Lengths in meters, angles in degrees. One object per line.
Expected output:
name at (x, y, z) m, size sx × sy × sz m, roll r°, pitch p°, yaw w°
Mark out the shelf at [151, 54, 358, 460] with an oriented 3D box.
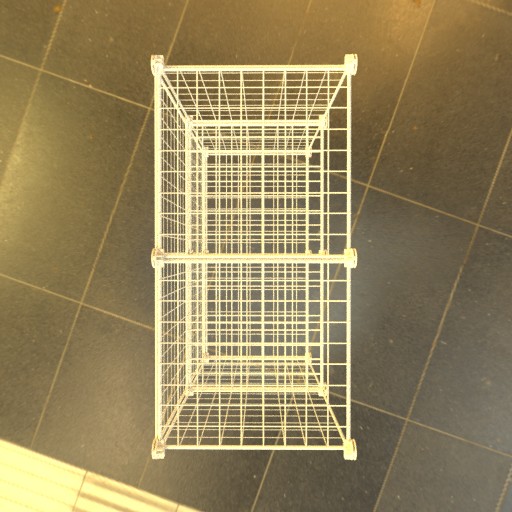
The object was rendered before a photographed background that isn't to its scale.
shelf at (0.000, 0.000, 1.121) m, size 0.356 × 0.711 × 0.711 m, roll 0°, pitch 91°, yaw 1°
